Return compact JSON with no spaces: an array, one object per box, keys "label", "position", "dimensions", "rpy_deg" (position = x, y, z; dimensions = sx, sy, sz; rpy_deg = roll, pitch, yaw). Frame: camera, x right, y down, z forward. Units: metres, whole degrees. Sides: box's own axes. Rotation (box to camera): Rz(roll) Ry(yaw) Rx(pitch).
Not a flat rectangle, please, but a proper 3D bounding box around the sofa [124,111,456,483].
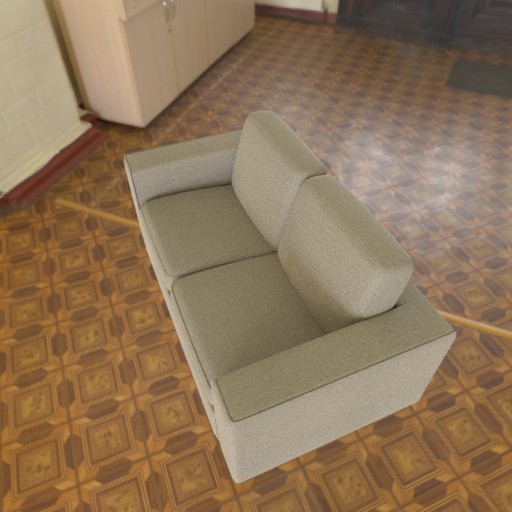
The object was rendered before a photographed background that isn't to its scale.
[{"label":"sofa","position":[0.000,0.000,2.381],"dimensions":[1.007,0.924,1.812],"rpy_deg":[-17,48,-16]}]
